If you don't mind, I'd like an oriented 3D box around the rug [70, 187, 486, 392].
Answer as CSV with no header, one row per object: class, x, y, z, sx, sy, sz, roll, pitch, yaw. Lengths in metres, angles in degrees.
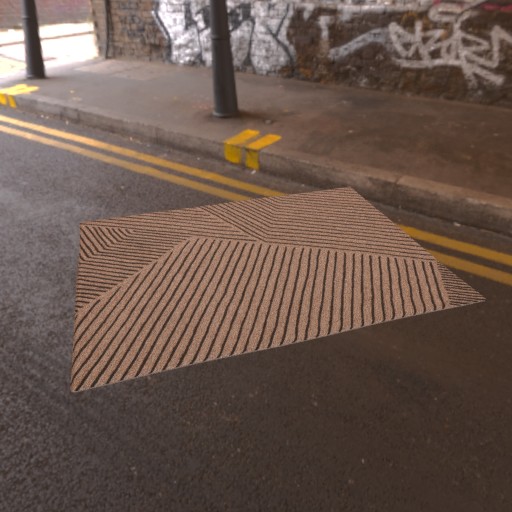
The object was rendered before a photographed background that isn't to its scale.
rug,0.000,0.000,3.189,2.449,0.028,1.829,-9,34,-15
